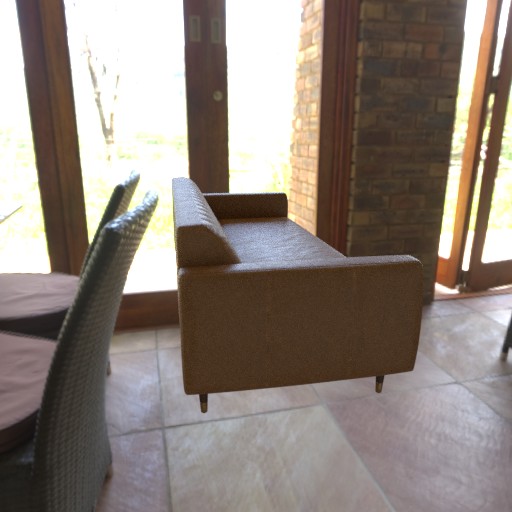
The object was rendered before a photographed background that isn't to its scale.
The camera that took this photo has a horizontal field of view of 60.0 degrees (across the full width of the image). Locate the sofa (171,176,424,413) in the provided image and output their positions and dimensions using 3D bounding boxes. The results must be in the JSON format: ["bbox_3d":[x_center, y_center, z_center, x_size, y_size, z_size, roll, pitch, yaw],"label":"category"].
[{"bbox_3d":[0.000,0.000,2.765,0.990,0.821,2.291,-3,16,-11],"label":"sofa"}]
